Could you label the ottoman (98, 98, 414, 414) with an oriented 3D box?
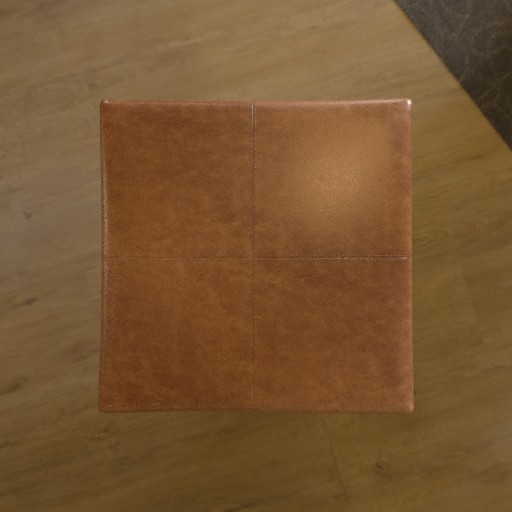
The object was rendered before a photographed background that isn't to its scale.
[{"bbox_3d":[0.000,0.000,1.800,1.168,0.483,1.169,0,89,0],"label":"ottoman"}]
